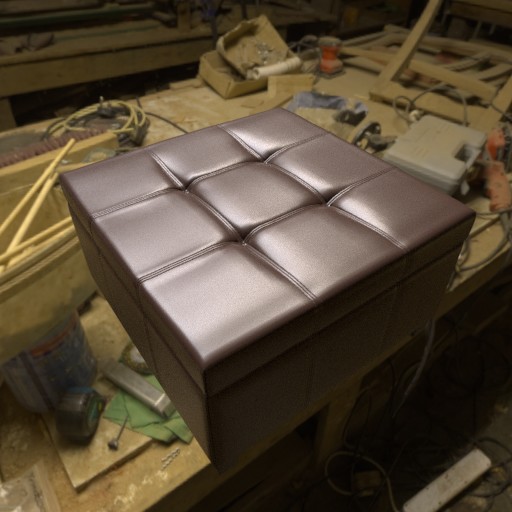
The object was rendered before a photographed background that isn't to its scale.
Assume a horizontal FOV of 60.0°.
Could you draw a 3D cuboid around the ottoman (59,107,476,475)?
[{"bbox_3d":[0.000,0.000,1.279,0.787,0.460,0.788,-26,47,-26],"label":"ottoman"}]
